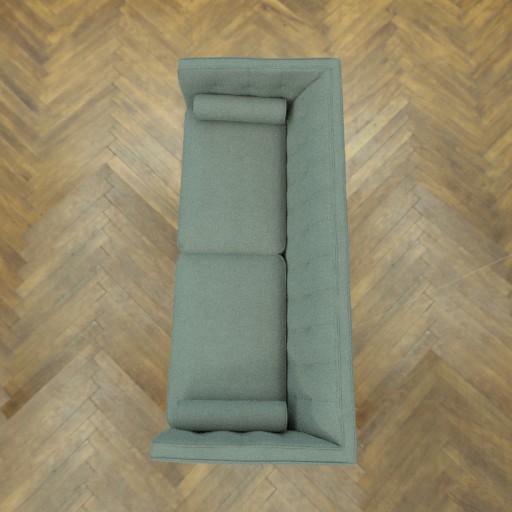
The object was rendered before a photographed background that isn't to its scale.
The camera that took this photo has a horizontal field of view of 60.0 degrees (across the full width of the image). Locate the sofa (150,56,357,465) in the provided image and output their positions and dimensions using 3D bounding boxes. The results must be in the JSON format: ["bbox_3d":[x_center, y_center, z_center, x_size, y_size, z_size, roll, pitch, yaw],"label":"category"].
[{"bbox_3d":[0.000,0.000,2.536,0.912,0.798,2.079,1,75,0],"label":"sofa"}]
